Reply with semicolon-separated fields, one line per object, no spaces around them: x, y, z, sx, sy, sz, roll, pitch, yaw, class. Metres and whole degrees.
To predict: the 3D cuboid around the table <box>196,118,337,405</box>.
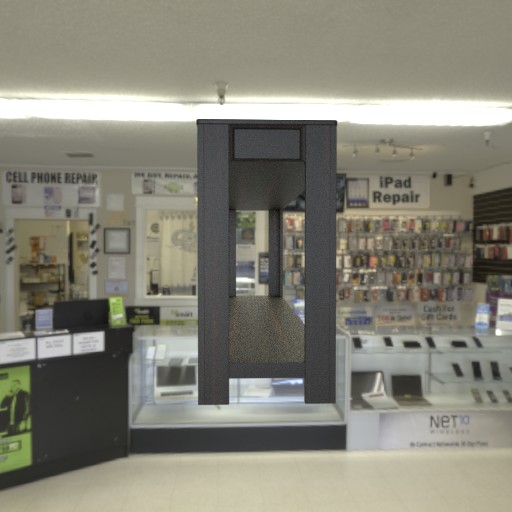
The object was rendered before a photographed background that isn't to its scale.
0.000;0.000;1.996;0.384;0.762;1.631;0;1;-2;table
